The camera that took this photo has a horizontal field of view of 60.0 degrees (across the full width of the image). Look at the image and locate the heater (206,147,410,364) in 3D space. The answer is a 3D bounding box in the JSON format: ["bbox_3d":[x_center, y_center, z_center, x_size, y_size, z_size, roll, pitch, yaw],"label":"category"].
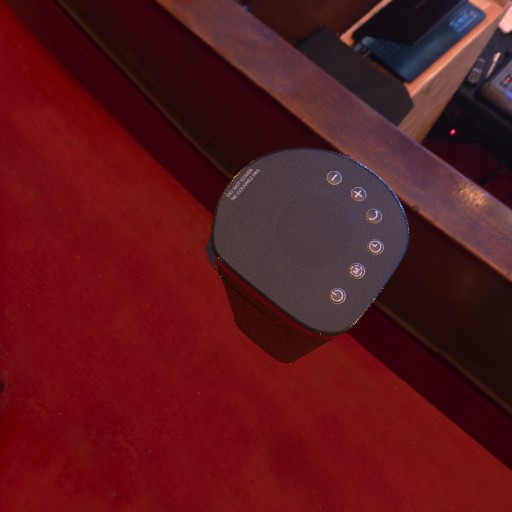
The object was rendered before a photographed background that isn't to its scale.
[{"bbox_3d":[0.000,0.000,0.683,0.312,0.552,0.174,38,77,10],"label":"heater"}]
